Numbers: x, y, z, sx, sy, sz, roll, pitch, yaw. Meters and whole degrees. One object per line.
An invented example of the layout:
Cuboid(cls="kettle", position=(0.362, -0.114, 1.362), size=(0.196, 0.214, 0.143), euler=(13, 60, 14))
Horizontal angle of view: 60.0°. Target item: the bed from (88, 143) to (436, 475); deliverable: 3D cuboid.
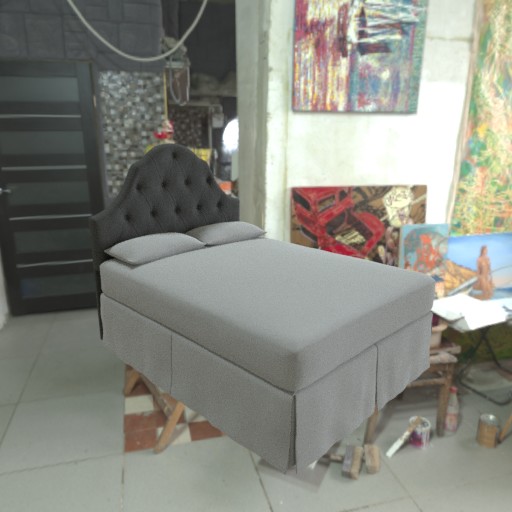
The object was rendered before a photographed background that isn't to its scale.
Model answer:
Cuboid(cls="bed", position=(0.000, 0.000, 3.265), size=(1.636, 1.575, 2.155), euler=(-15, 21, -43))
